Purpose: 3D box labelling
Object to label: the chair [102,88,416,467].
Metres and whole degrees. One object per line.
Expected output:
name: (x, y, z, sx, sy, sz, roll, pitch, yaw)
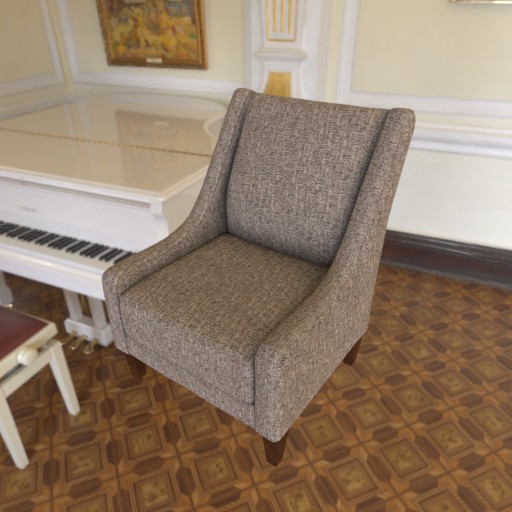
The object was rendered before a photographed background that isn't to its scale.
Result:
chair: (0.000, 0.000, 1.642, 0.774, 1.014, 0.870, 20, 35, 30)
